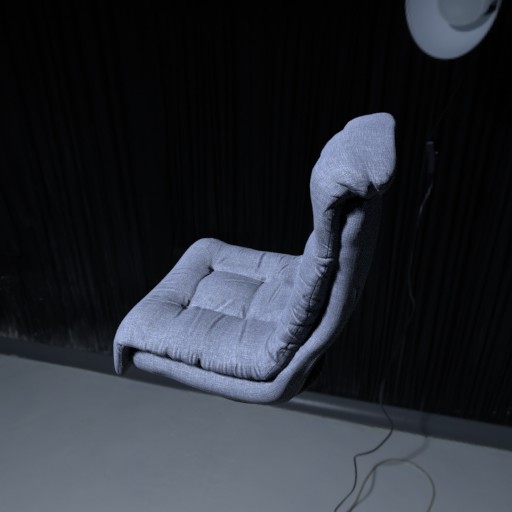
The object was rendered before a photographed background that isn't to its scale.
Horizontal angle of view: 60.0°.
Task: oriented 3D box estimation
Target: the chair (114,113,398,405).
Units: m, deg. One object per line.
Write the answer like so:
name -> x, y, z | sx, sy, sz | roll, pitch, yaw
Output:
chair -> 0.000, 0.000, 1.242 | 0.668, 0.749, 0.597 | 8, 30, 14
